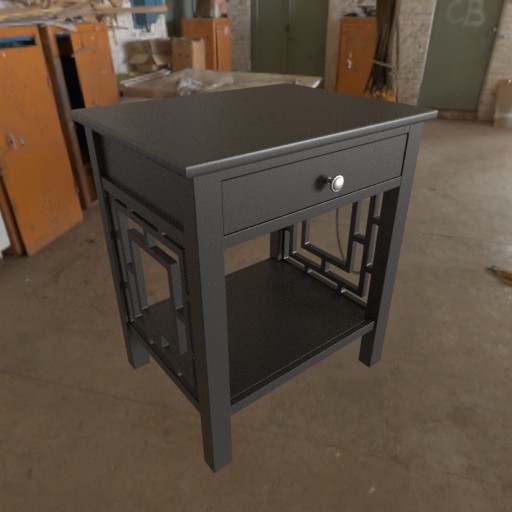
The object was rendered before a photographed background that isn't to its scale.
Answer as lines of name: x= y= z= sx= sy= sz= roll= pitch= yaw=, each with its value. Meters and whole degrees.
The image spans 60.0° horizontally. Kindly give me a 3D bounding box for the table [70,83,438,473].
table: x=0.000 y=0.000 z=1.013 sx=0.564 sy=0.646 sz=0.451 roll=-21 pitch=36 yaw=-33
